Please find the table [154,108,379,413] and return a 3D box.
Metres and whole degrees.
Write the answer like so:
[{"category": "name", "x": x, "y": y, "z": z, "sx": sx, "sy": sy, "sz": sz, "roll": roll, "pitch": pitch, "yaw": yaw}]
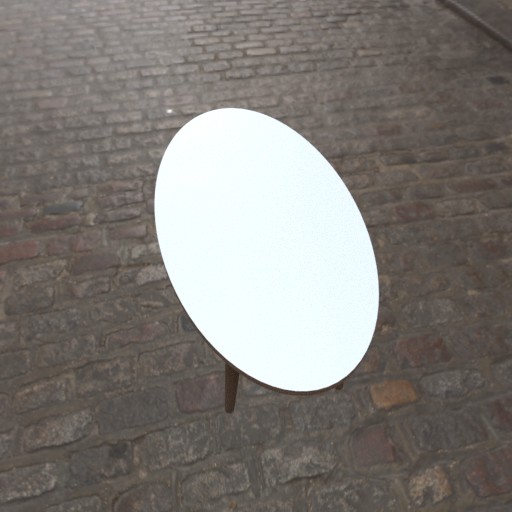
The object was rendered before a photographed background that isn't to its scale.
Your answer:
[{"category": "table", "x": 0.000, "y": 0.000, "z": 1.346, "sx": 0.542, "sy": 0.390, "sz": 1.083, "roll": -9, "pitch": 48, "yaw": -9}]
